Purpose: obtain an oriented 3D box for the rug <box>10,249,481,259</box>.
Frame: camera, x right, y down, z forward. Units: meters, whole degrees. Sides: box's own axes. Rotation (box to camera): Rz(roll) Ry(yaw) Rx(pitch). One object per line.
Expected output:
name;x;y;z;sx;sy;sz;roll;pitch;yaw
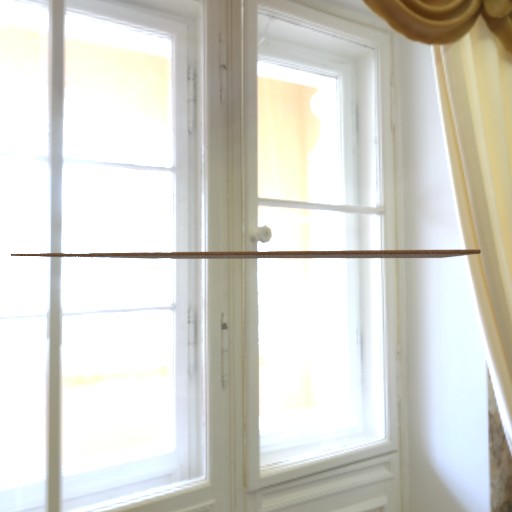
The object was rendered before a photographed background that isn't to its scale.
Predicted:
rug;0.000;0.000;2.207;1.829;0.014;1.219;0;-1;17
